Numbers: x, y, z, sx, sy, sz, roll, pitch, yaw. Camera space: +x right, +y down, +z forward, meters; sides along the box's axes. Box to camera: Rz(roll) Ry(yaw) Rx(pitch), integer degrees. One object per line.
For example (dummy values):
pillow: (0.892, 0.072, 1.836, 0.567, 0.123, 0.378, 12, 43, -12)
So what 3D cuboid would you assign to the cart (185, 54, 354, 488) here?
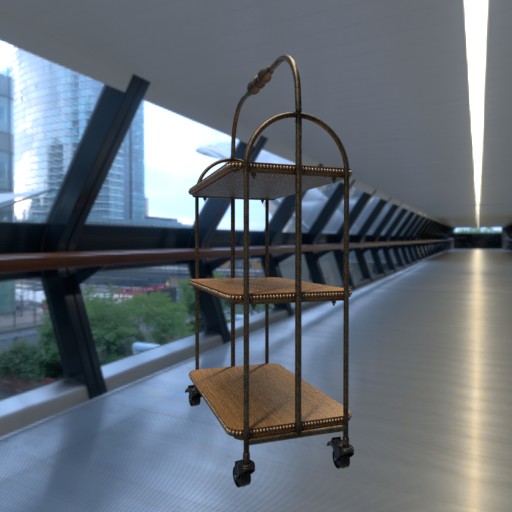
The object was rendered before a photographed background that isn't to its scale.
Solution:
cart: (0.000, 0.000, 1.325, 0.330, 1.052, 0.650, 0, 1, -19)
